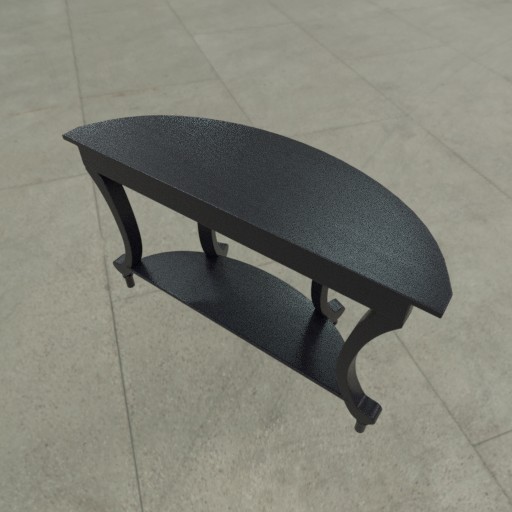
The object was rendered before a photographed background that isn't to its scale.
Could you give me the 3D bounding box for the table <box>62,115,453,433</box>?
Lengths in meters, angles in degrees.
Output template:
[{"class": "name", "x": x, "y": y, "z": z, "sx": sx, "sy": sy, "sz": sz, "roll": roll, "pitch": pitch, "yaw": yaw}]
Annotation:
[{"class": "table", "x": 0.000, "y": 0.000, "z": 1.487, "sx": 1.198, "sy": 0.692, "sz": 0.394, "roll": 27, "pitch": 51, "yaw": 24}]
